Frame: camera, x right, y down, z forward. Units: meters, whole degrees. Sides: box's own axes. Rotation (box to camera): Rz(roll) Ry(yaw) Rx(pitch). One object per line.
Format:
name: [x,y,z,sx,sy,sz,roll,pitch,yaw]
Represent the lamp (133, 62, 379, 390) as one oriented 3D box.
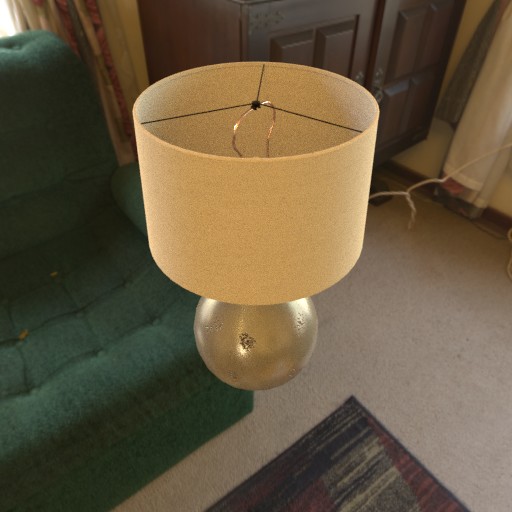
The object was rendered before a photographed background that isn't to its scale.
lamp: [0.000,0.000,0.733,0.330,0.521,0.330,0,41,0]
